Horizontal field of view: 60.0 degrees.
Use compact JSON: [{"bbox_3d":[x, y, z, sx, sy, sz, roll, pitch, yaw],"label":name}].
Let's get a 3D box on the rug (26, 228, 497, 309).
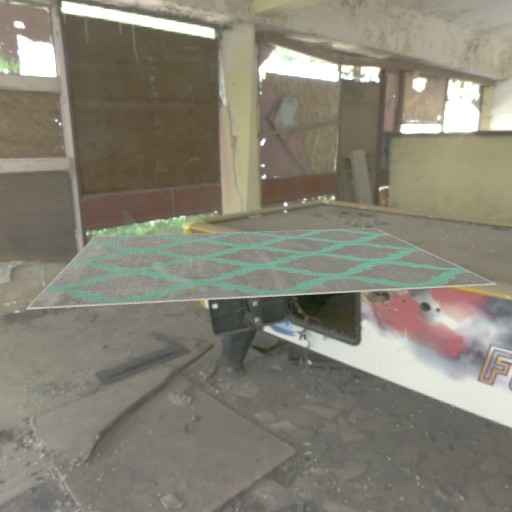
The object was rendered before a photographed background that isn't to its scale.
[{"bbox_3d":[0.000,0.000,2.853,2.286,0.006,1.524,-2,15,-9],"label":"rug"}]
